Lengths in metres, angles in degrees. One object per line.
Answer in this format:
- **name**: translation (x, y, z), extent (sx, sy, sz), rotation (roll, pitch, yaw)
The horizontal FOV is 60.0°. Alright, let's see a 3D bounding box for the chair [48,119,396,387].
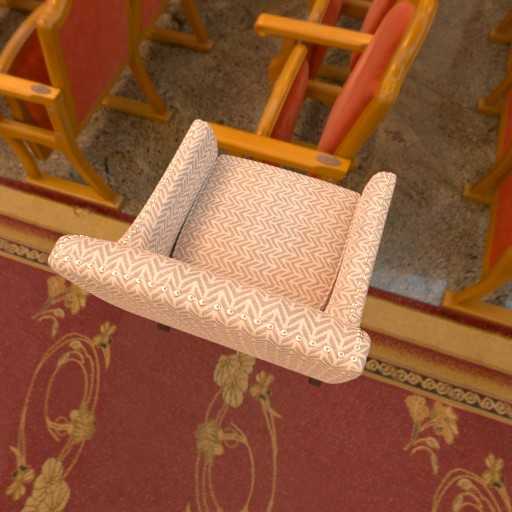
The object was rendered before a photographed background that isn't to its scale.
- **chair**: translation (0.000, 0.000, 1.261), extent (0.623, 0.816, 0.651), rotation (18, 65, 9)
